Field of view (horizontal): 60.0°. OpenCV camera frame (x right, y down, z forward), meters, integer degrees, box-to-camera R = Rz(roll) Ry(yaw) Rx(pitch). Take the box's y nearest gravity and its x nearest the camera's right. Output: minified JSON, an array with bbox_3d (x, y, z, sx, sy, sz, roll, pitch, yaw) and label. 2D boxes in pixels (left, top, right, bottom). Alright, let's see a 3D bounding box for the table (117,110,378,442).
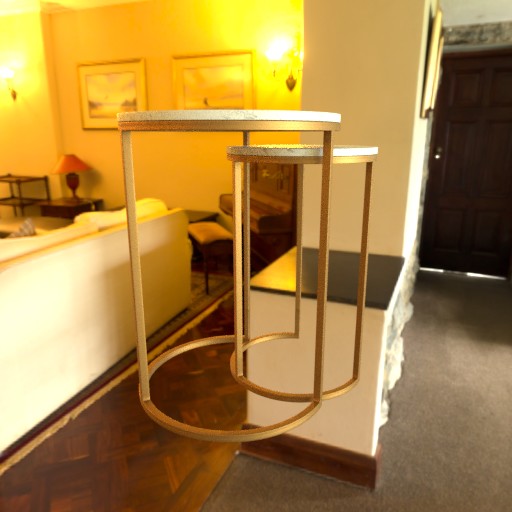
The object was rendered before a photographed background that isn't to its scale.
[{"bbox_3d":[0.000,0.000,0.912,0.507,0.550,0.400,-8,17,-26],"label":"table"}]
